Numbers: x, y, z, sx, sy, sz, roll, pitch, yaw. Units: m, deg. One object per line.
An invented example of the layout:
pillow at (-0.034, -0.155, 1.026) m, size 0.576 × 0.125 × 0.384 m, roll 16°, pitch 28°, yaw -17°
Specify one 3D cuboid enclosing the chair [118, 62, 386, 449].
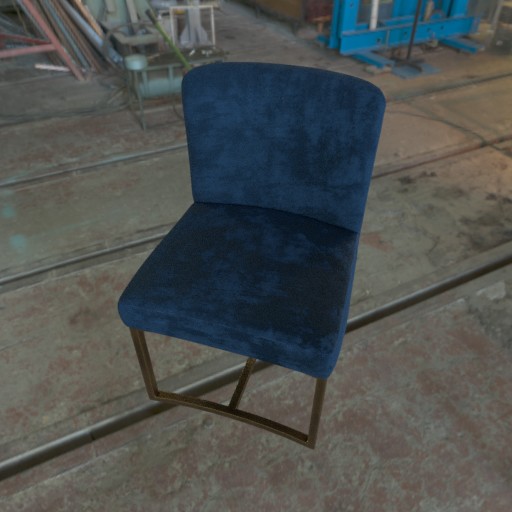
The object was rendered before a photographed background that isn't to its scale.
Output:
chair at (0.000, 0.000, 1.169) m, size 0.530 × 0.824 × 0.560 m, roll 12°, pitch 42°, yaw 14°
